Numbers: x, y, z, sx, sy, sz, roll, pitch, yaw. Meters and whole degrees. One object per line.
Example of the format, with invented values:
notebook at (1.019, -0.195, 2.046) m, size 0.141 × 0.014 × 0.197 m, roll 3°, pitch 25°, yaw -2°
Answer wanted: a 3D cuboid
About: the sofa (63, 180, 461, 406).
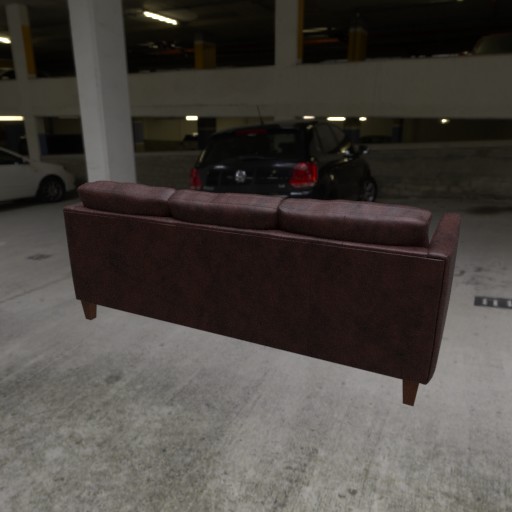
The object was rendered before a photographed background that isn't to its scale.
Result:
sofa at (0.000, 0.000, 3.025) m, size 2.464 × 1.006 × 1.045 m, roll 9°, pitch 20°, yaw 25°
